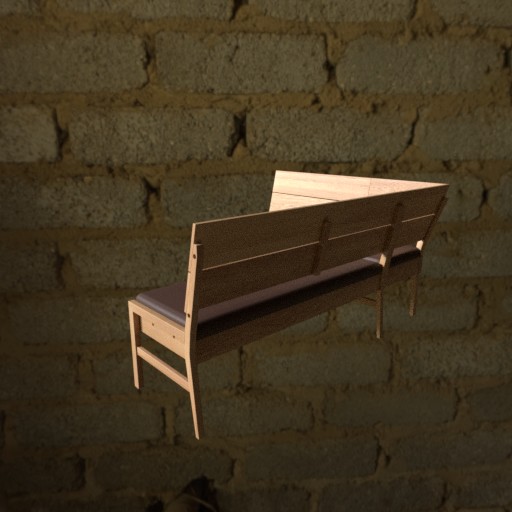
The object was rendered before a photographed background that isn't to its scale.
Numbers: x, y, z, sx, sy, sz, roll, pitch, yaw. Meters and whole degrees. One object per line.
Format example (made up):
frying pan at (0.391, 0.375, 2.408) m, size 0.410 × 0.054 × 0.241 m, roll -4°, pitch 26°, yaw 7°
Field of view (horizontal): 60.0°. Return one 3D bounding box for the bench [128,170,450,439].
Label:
bench at (0.000, 0.000, 2.824) m, size 1.975 × 0.890 × 1.549 m, roll -14°, pitch 20°, yaw -42°
